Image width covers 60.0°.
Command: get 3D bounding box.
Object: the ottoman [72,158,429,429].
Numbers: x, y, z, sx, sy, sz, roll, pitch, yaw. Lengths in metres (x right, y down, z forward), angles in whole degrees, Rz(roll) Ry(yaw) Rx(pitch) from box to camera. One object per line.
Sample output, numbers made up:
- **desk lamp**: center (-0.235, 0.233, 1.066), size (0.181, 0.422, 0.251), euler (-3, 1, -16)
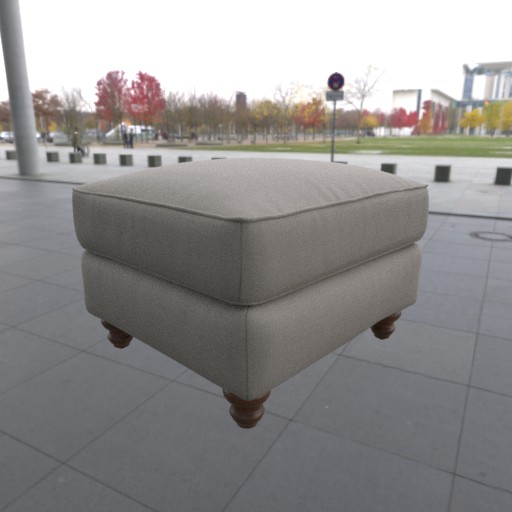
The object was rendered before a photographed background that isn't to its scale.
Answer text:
- **ottoman**: center (0.000, 0.000, 1.181), size (0.662, 0.505, 0.716), euler (15, 21, 42)
